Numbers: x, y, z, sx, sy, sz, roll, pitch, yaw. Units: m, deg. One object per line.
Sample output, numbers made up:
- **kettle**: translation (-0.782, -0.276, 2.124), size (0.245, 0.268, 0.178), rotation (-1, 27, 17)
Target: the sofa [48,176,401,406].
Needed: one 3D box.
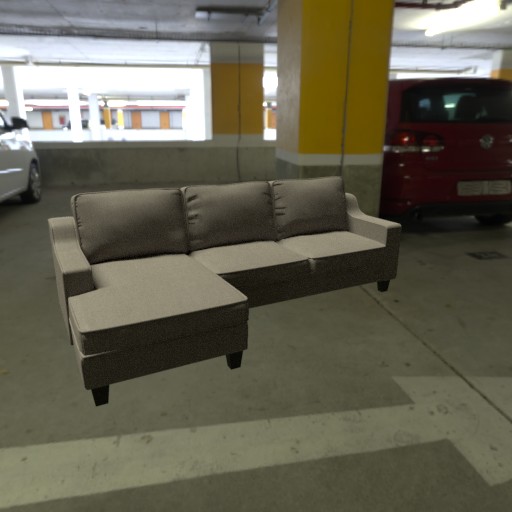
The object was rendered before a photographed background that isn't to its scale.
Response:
- **sofa**: translation (0.000, 0.000, 3.152), size (2.561, 0.928, 1.294), rotation (-9, 19, -27)
